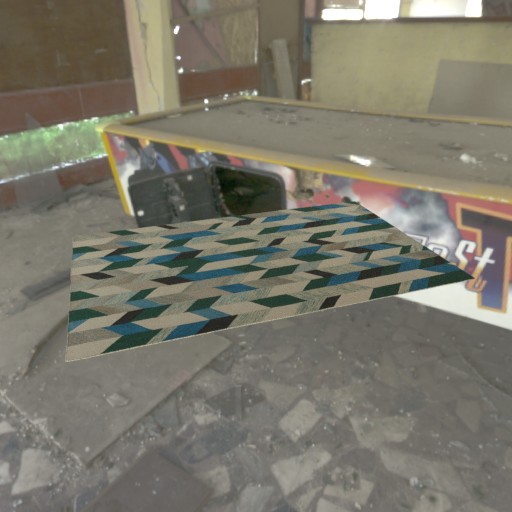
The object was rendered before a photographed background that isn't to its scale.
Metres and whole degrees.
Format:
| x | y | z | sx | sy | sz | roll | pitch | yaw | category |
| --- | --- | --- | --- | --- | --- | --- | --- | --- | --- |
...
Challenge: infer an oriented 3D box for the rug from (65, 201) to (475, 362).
| x | y | z | sx | sy | sz | roll | pitch | yaw | category |
| --- | --- | --- | --- | --- | --- | --- | --- | --- | --- |
| 0.000 | 0.000 | 3.089 | 2.433 | 0.007 | 1.507 | -9 | 28 | -17 | rug |
